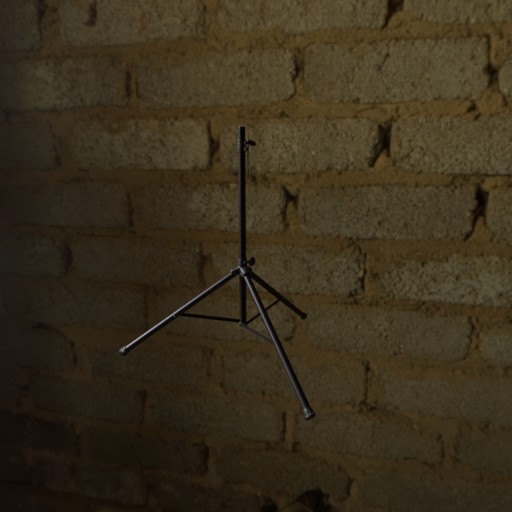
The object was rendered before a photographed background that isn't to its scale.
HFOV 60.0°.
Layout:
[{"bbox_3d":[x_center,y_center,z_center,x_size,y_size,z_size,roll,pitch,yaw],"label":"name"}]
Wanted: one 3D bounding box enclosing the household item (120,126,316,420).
[{"bbox_3d":[0.000,0.000,2.818,1.596,1.595,1.339,-7,15,-25],"label":"household item"}]
